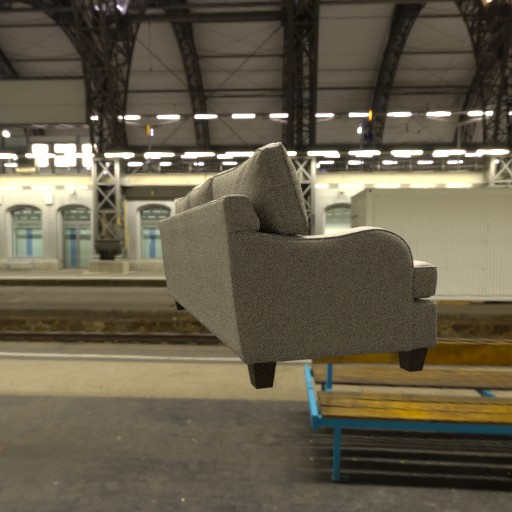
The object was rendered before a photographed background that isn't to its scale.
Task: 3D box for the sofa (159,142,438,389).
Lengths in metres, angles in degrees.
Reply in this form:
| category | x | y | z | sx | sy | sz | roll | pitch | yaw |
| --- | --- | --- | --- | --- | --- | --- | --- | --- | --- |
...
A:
| category | x | y | z | sx | sy | sz | roll | pitch | yaw |
| --- | --- | --- | --- | --- | --- | --- | --- | --- | --- |
| sofa | 0.000 | 0.000 | 2.916 | 1.016 | 0.991 | 2.323 | -1 | 2 | -18 |
